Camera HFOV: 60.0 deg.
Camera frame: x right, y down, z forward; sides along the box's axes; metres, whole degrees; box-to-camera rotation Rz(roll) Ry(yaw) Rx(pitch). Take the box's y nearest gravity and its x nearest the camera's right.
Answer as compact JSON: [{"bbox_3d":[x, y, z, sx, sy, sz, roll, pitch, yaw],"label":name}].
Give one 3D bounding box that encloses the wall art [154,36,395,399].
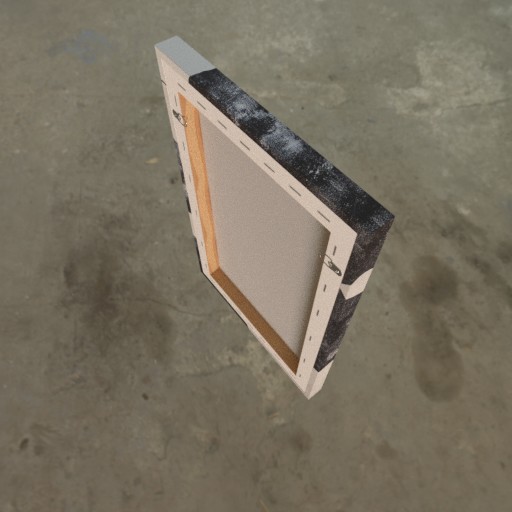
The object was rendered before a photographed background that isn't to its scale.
[{"bbox_3d":[0.000,0.000,0.784,0.039,0.610,0.407,-34,63,-20],"label":"wall art"}]
